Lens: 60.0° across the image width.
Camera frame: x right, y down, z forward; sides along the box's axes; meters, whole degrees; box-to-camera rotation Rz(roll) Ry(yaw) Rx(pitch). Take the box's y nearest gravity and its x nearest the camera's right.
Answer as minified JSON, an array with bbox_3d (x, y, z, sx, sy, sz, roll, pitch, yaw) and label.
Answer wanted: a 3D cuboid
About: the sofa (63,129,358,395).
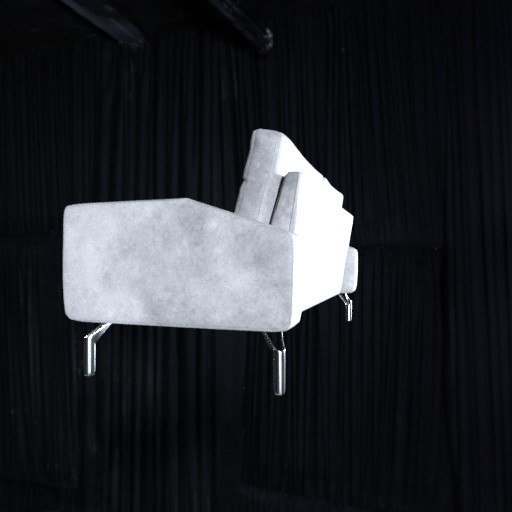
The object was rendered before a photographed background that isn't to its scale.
[{"bbox_3d":[0.000,0.000,2.289,0.849,0.859,1.837,0,-1,19],"label":"sofa"}]
